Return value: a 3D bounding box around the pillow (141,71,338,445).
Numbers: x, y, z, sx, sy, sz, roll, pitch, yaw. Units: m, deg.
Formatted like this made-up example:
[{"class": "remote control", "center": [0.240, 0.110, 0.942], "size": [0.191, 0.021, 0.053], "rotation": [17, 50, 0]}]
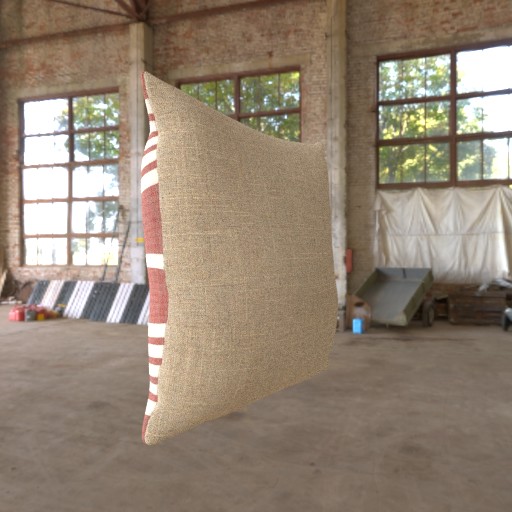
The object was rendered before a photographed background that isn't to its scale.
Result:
[{"class": "pillow", "center": [0.000, 0.000, 0.670], "size": [0.182, 0.427, 0.439], "rotation": [0, 0, 36]}]
